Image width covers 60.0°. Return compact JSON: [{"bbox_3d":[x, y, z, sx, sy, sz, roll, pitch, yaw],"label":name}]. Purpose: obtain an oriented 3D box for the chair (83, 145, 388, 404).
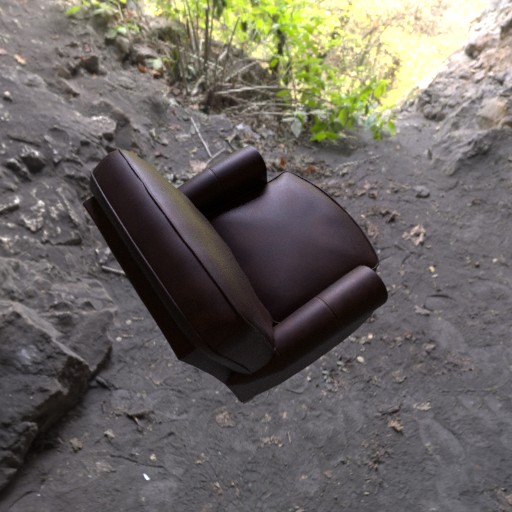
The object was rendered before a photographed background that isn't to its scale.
[{"bbox_3d":[0.000,0.000,1.807,0.986,1.018,0.936,-30,62,-18],"label":"chair"}]
